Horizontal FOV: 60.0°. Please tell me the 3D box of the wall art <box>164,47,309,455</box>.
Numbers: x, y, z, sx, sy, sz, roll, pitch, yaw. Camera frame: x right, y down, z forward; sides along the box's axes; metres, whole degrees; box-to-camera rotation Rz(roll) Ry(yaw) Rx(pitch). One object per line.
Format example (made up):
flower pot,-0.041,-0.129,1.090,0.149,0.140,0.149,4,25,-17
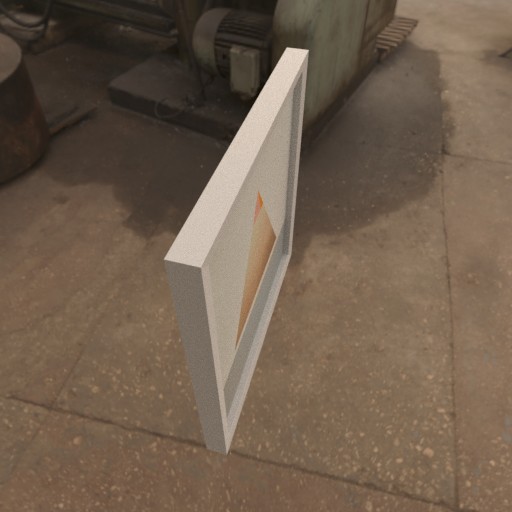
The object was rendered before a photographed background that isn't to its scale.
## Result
wall art,0.000,0.000,1.964,0.098,1.291,1.289,12,48,11
